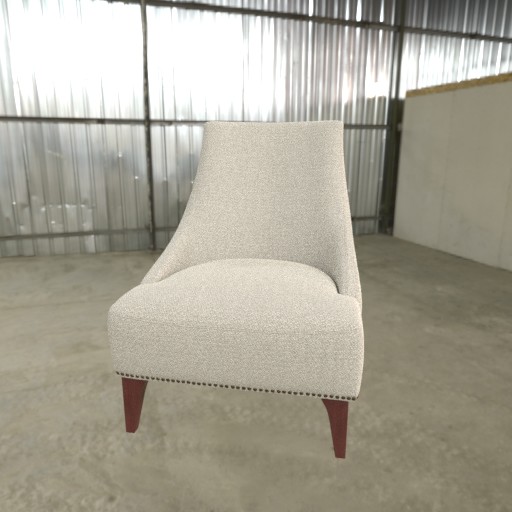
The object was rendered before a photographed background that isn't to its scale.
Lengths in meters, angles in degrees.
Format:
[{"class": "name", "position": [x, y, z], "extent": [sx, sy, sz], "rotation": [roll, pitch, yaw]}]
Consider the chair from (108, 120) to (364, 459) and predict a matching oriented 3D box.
[{"class": "chair", "position": [0.000, 0.000, 1.508], "extent": [0.701, 0.909, 0.861], "rotation": [3, 15, 10]}]
